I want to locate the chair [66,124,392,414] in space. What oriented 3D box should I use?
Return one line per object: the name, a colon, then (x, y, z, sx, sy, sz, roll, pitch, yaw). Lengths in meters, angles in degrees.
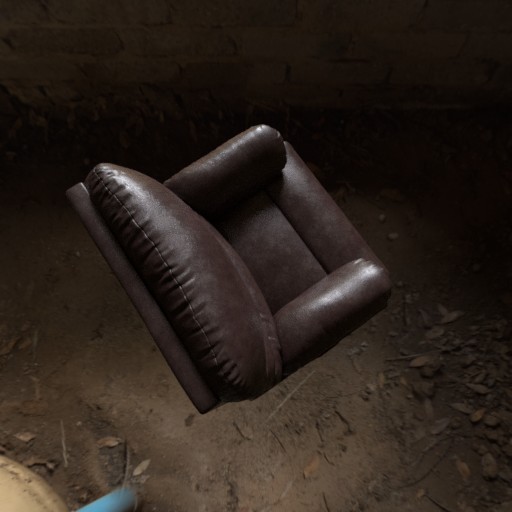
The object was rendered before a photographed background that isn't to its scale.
chair: (0.000, 0.000, 1.753, 0.879, 1.041, 0.940, -33, 77, -8)
